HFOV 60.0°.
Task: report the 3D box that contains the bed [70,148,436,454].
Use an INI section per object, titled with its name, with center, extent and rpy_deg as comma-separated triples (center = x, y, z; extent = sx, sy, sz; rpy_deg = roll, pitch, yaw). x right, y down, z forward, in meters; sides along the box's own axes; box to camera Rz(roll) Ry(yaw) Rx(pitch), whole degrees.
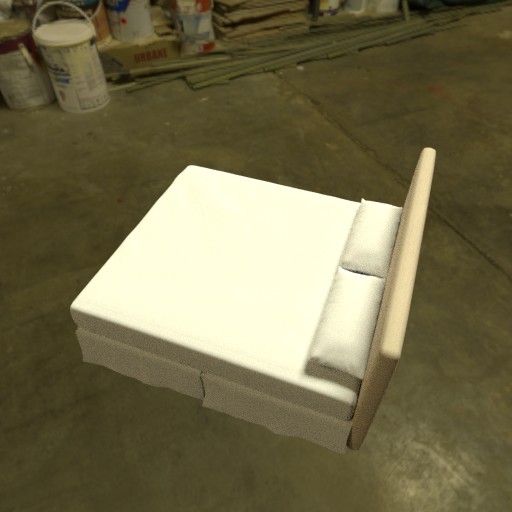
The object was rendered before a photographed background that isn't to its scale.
[bed]
center = 0.000, 0.000, 3.585
extent = 2.319, 1.317, 2.119
rpy_deg = 15, 48, 14
